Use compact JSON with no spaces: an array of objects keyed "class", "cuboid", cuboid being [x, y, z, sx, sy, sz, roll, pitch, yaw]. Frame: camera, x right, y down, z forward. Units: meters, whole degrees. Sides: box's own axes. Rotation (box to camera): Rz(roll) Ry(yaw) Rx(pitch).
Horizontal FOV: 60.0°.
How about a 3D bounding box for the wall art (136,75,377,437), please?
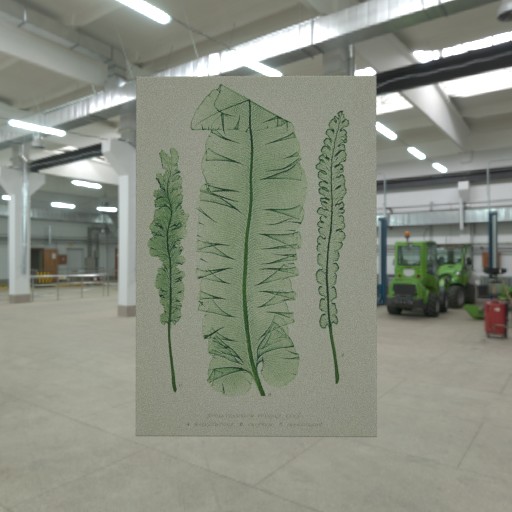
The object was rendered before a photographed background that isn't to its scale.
[{"class":"wall art","cuboid":[0.000,0.000,1.143,0.610,0.914,0.038,0,0,1]}]
